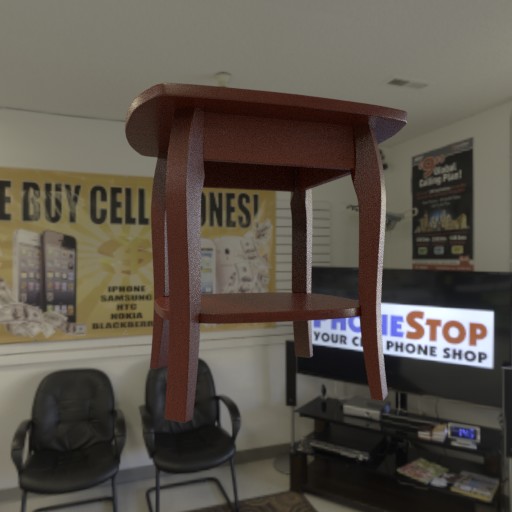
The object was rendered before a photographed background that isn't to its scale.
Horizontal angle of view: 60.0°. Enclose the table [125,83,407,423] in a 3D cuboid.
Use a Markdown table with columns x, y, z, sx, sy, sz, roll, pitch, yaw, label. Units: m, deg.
| x | y | z | sx | sy | sz | roll | pitch | yaw | label |
| --- | --- | --- | --- | --- | --- | --- | --- | --- | --- |
| 0.000 | 0.000 | 0.885 | 0.502 | 0.496 | 0.433 | 0 | 0 | -17 | table |
